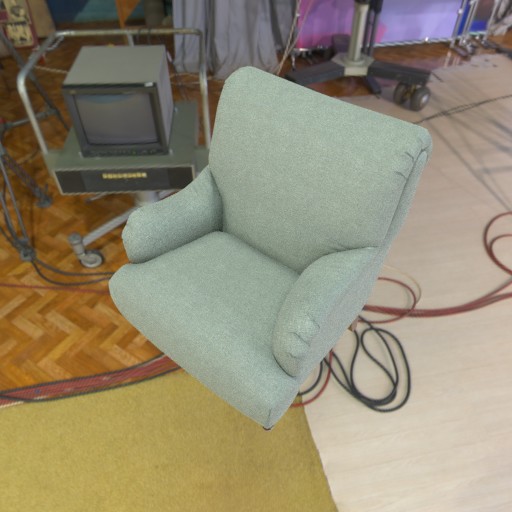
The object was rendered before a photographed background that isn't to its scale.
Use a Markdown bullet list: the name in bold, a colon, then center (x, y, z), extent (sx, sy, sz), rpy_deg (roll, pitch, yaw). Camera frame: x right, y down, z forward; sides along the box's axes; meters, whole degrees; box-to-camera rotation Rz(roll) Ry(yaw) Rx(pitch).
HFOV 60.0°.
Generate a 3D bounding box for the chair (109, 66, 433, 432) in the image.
- **chair**: center (0.000, 0.000, 1.968), extent (0.964, 1.178, 1.060), rpy_deg (31, 54, 26)
